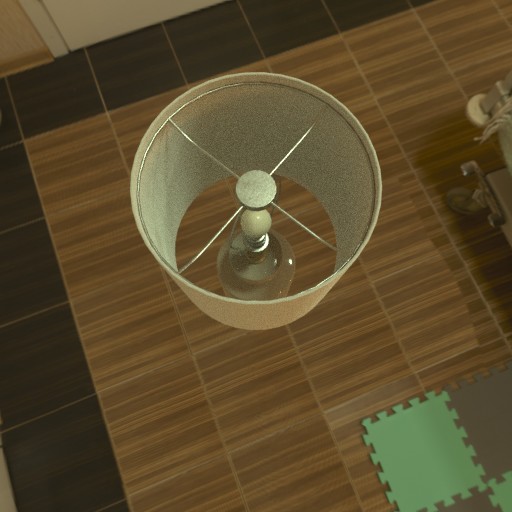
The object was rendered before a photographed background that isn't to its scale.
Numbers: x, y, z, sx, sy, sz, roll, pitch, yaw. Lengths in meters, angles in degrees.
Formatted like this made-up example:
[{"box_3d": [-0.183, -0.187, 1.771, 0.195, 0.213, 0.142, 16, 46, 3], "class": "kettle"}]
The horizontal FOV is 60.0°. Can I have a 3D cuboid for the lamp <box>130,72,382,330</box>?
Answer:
[{"box_3d": [0.000, 0.000, 0.611, 0.212, 0.493, 0.212, 38, 78, 10], "class": "lamp"}]
